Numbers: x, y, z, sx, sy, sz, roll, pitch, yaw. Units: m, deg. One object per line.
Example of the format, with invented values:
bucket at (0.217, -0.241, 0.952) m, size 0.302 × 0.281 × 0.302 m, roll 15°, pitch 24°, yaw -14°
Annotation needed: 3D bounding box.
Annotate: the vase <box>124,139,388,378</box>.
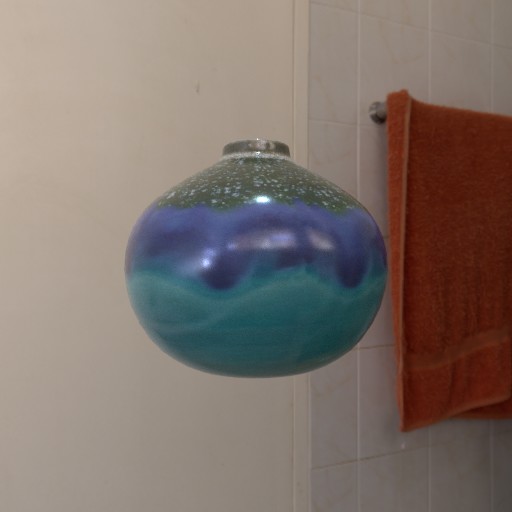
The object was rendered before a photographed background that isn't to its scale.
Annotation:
vase at (0.000, 0.000, 0.270) m, size 0.154 × 0.133 × 0.154 m, roll 0°, pitch 0°, yaw 0°
